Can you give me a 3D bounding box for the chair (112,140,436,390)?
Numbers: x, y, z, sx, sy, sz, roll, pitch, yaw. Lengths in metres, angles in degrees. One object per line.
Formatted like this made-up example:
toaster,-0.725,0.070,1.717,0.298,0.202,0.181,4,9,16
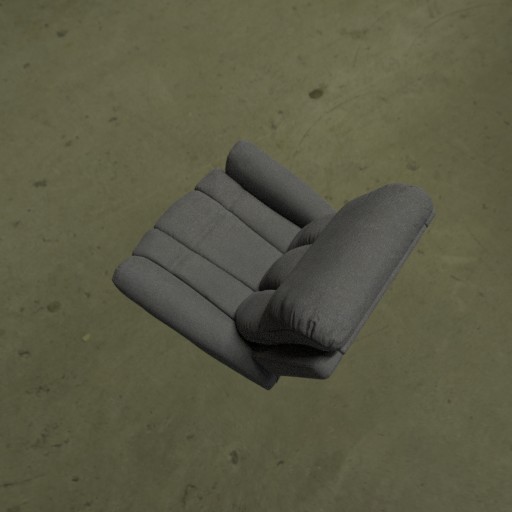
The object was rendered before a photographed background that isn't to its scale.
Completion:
chair,0.000,0.000,1.787,0.979,1.031,0.871,33,68,15
